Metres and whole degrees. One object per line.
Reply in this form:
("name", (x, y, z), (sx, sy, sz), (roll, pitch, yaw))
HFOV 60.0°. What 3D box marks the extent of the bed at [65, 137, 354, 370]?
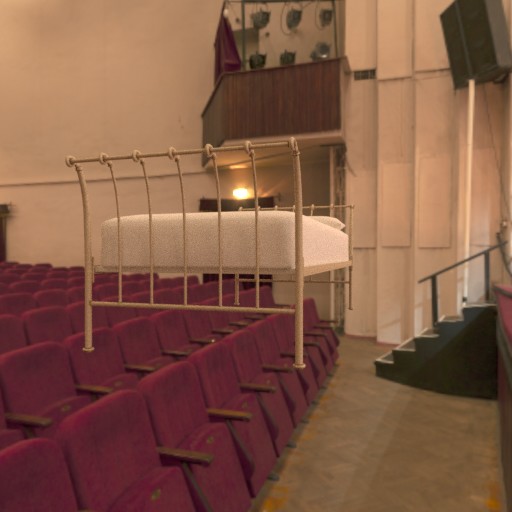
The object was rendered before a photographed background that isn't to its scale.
("bed", (0.000, 0.000, 2.798), (1.032, 0.873, 2.228), (0, 0, 18))
